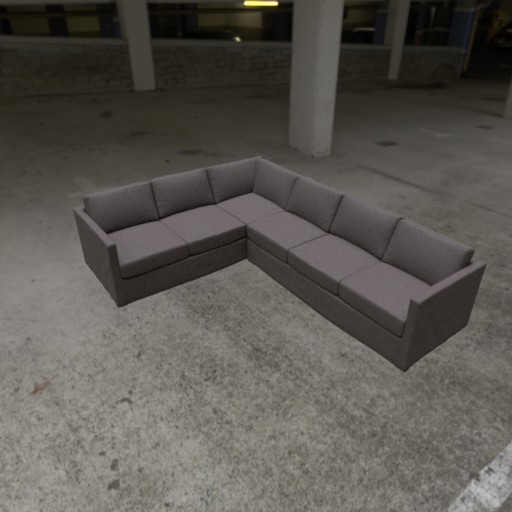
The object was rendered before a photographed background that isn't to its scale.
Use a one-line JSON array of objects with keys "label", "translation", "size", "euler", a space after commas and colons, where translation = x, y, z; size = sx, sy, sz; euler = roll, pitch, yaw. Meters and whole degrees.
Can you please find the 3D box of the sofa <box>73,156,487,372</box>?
[{"label": "sofa", "translation": [0.000, 0.000, 4.261], "size": [2.432, 0.871, 3.182], "euler": [-21, 36, -31]}]
